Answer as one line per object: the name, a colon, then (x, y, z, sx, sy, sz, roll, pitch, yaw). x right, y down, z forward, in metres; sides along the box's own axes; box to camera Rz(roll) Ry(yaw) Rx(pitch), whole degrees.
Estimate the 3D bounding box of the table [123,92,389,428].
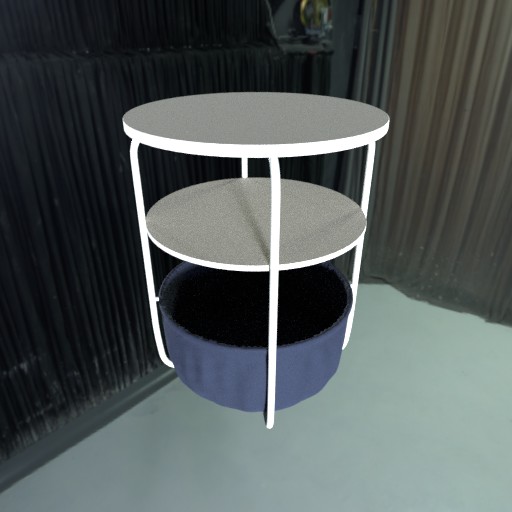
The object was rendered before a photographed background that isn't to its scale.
table: (0.000, 0.000, 0.846, 0.418, 0.532, 0.418, 20, 35, 33)
